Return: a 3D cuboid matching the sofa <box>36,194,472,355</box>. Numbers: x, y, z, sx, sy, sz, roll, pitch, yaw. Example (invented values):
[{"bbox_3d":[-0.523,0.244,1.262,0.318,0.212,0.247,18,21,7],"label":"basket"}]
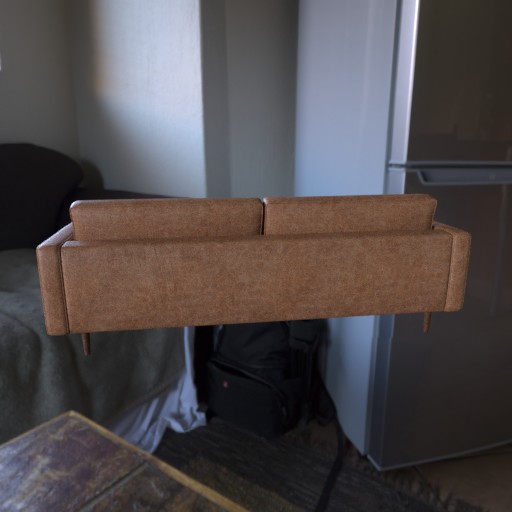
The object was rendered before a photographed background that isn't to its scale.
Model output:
[{"bbox_3d":[0.000,0.000,2.659,2.200,0.770,0.919,-2,15,-8],"label":"sofa"}]
